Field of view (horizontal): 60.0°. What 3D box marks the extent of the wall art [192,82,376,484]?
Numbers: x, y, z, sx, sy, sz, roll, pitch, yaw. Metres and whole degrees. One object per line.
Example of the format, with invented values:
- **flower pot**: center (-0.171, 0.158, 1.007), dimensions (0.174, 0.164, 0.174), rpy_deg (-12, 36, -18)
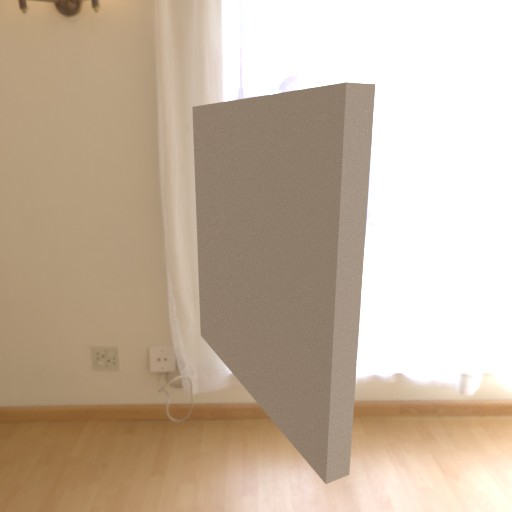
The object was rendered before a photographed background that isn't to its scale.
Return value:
- **wall art**: center (0.000, 0.000, 0.529), dimensions (0.027, 0.355, 0.355), rpy_deg (-7, 17, -25)
